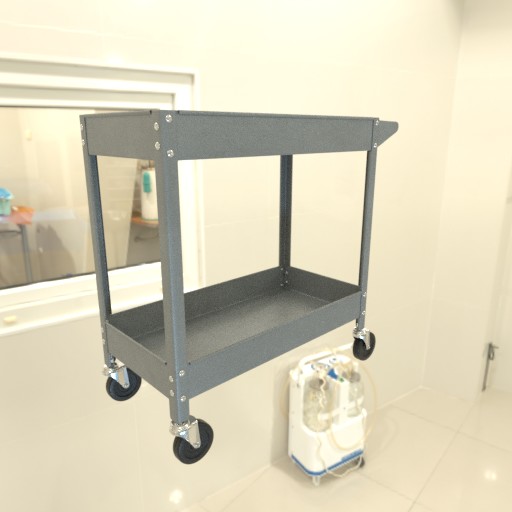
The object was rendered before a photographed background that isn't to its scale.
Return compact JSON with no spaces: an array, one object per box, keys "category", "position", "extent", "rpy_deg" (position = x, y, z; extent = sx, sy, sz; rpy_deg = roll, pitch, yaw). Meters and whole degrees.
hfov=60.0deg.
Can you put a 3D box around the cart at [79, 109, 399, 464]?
[{"category":"cart","position":[0.000,0.000,1.198],"extent":[0.779,0.719,0.366],"rpy_deg":[-14,21,-41]}]
